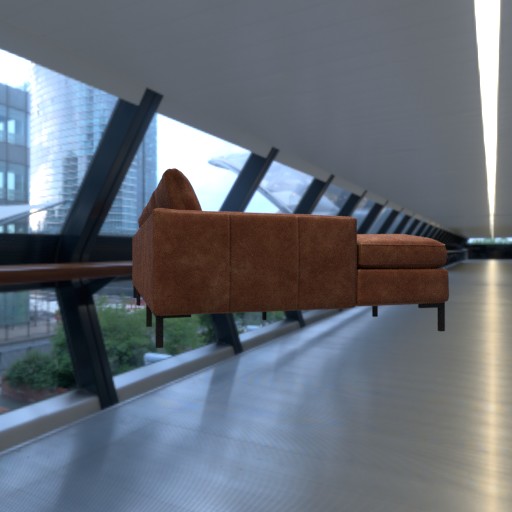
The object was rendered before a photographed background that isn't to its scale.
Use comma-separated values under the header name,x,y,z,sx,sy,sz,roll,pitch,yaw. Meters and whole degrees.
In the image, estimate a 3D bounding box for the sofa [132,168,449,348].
name,x,y,z,sx,sy,sz,roll,pitch,yaw
sofa,0.000,0.000,3.752,1.939,0.900,2.956,0,0,-18
